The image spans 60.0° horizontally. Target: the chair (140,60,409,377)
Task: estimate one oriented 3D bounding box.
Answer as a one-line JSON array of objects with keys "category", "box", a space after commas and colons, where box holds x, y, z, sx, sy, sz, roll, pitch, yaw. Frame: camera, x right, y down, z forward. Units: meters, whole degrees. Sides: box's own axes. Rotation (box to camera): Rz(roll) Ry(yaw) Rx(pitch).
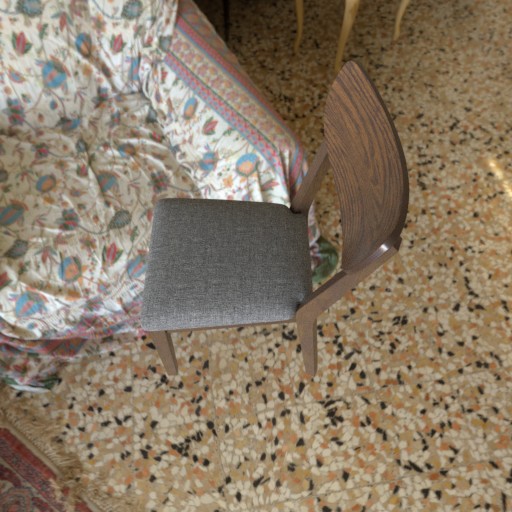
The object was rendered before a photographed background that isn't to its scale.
[{"category": "chair", "box": [0.000, 0.000, 1.192, 0.583, 0.849, 0.491, -1, 59, 0]}]
